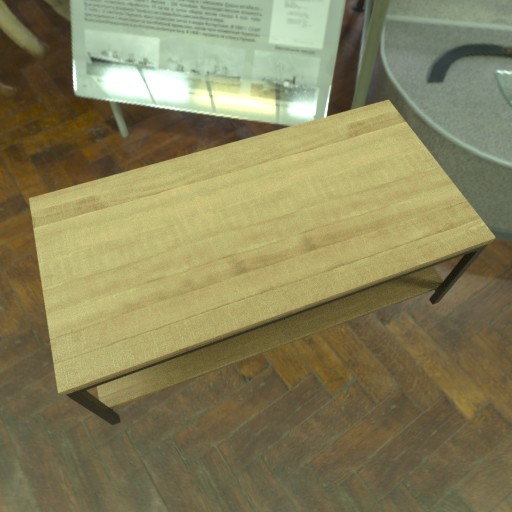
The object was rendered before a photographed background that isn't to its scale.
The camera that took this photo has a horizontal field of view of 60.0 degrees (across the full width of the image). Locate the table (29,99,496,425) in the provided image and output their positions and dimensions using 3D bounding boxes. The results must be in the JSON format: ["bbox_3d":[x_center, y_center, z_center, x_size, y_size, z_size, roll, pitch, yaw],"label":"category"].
[{"bbox_3d":[0.000,0.000,1.333,1.100,0.399,0.551,-18,61,-10],"label":"table"}]
